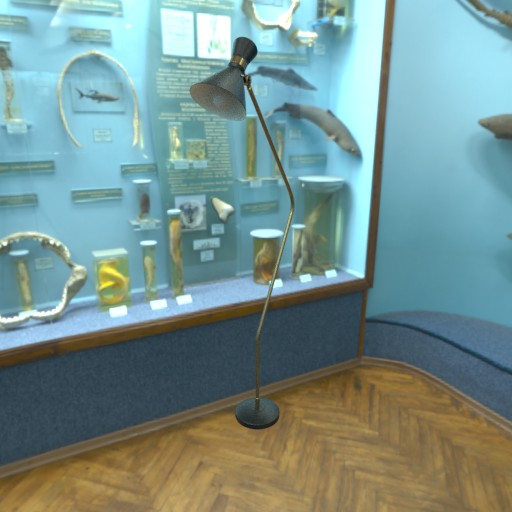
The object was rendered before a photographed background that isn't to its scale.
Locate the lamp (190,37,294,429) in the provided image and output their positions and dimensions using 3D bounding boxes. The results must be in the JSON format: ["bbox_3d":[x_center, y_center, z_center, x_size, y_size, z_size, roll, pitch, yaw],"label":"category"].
[{"bbox_3d":[0.000,0.000,1.607,0.467,1.438,0.277,-8,19,-25],"label":"lamp"}]
